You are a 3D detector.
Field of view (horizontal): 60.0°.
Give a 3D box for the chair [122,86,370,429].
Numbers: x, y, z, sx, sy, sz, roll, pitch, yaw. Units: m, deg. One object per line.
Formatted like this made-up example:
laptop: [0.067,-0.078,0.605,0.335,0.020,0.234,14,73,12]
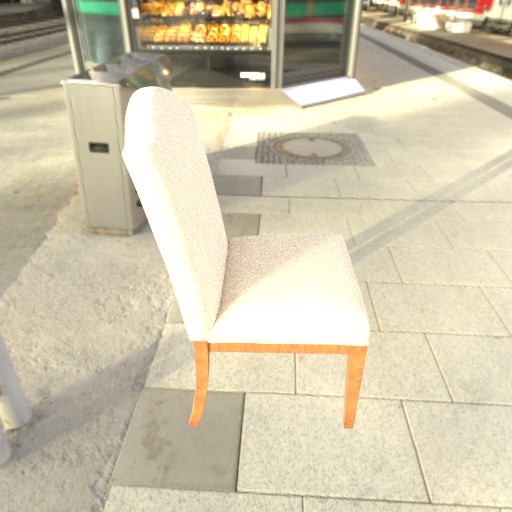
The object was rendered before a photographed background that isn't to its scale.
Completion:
chair: [0.000,0.000,1.406,0.648,1.012,0.534,0,31,1]
